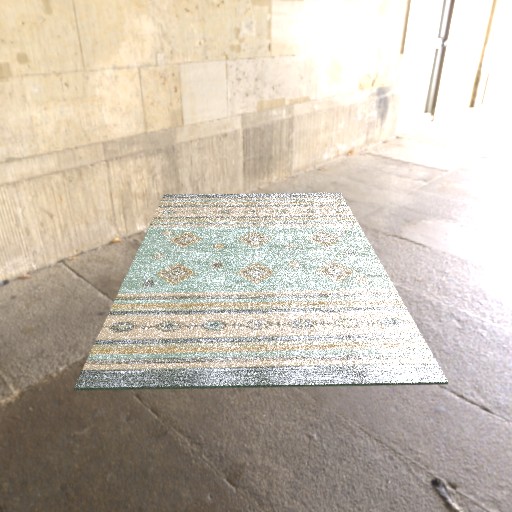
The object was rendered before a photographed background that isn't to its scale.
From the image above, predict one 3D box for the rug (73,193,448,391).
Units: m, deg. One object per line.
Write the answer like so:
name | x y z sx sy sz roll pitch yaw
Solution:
rug | 0.000 0.000 2.233 1.212 0.010 1.811 -1 28 -1
